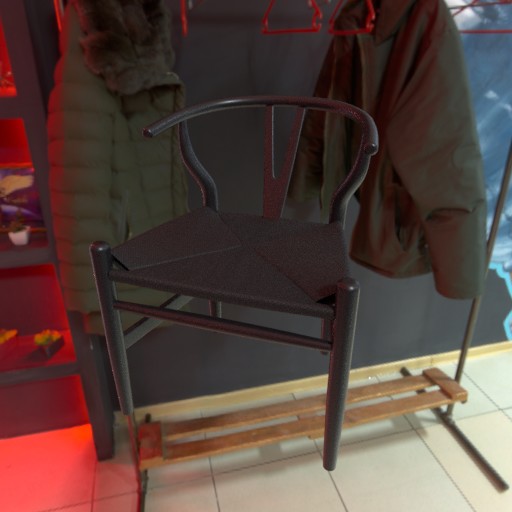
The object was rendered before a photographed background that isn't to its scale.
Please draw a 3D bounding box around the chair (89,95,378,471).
[{"bbox_3d":[0.000,0.000,1.147,0.569,0.730,0.579,8,27,16],"label":"chair"}]
